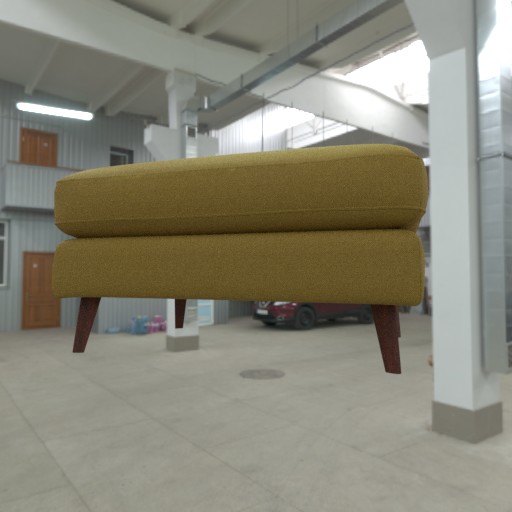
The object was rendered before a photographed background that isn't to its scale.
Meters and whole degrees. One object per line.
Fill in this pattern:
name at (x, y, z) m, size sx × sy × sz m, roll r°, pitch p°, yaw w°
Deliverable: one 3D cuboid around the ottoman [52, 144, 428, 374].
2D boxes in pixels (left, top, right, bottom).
ottoman at (0.000, 0.000, 1.141) m, size 0.811 × 0.449 × 0.608 m, roll -1°, pitch -3°, yaw 18°
